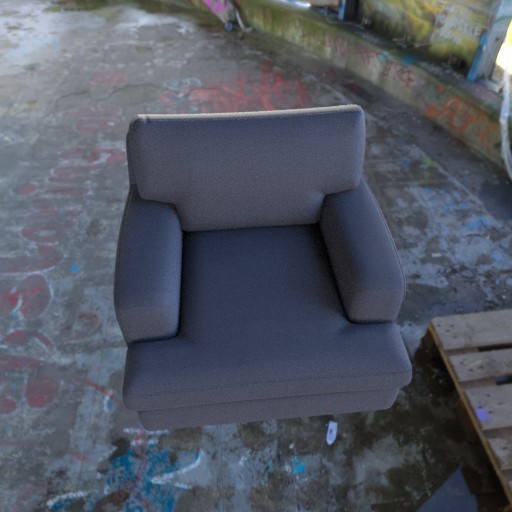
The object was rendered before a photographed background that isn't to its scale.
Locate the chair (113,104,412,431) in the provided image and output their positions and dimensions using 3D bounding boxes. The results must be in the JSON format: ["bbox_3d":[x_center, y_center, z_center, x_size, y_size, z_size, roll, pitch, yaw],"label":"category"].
[{"bbox_3d":[0.000,0.000,1.928,1.168,0.940,1.143,-4,46,-4],"label":"chair"}]
